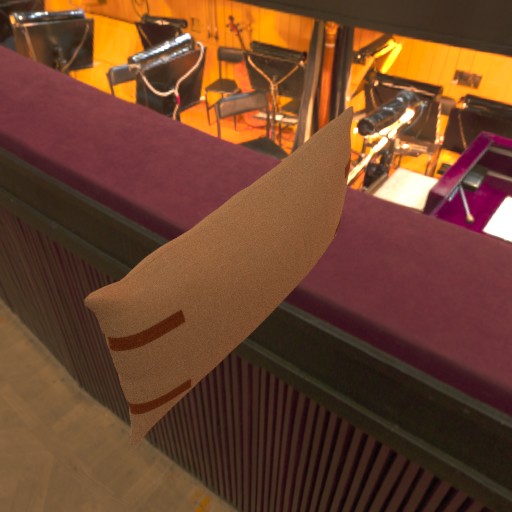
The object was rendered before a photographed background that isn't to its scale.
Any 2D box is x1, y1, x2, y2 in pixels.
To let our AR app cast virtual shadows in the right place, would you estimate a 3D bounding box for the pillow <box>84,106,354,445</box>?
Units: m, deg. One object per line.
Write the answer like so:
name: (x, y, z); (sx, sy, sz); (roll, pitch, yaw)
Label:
pillow: (0.000, 0.000, 0.733); (0.148, 0.308, 0.612); (26, 47, 26)
